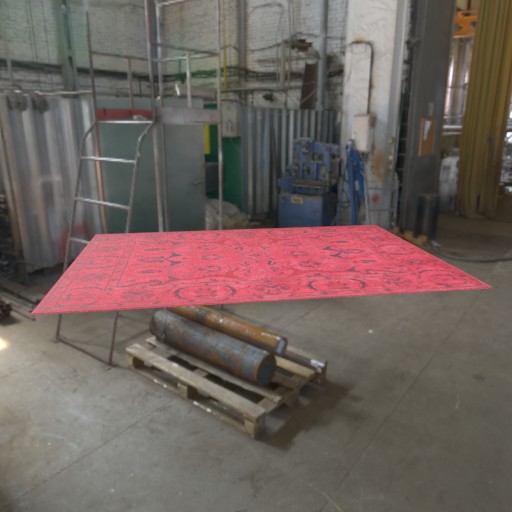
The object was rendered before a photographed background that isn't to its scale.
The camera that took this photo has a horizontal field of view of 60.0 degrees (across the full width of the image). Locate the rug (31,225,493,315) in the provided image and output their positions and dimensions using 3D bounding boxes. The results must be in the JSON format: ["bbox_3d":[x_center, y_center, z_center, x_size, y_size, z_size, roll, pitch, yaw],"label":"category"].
[{"bbox_3d":[0.000,0.000,2.287,1.814,0.008,1.209,-2,17,-8],"label":"rug"}]
